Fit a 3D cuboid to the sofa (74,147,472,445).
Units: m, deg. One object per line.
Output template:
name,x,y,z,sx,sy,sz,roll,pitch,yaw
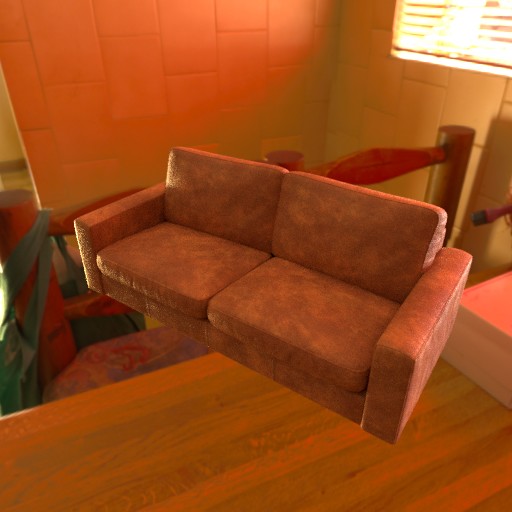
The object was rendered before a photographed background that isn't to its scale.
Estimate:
sofa,0.000,0.000,2.648,2.179,0.873,1.016,20,36,30
